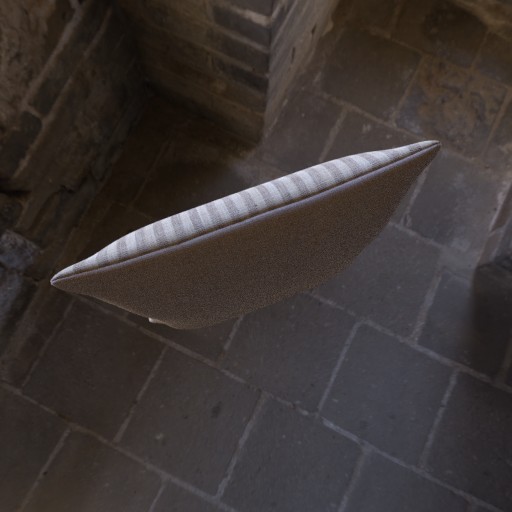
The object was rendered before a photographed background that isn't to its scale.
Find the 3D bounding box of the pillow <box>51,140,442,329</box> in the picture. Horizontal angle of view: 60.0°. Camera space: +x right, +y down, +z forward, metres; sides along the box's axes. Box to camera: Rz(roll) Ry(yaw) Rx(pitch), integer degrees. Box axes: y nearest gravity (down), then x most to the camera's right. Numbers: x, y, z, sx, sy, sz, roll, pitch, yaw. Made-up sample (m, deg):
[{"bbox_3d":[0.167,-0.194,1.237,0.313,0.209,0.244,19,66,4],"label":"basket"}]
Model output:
[{"bbox_3d":[0.000,0.000,0.792,0.523,0.510,0.166,-20,76,-5],"label":"pillow"}]
